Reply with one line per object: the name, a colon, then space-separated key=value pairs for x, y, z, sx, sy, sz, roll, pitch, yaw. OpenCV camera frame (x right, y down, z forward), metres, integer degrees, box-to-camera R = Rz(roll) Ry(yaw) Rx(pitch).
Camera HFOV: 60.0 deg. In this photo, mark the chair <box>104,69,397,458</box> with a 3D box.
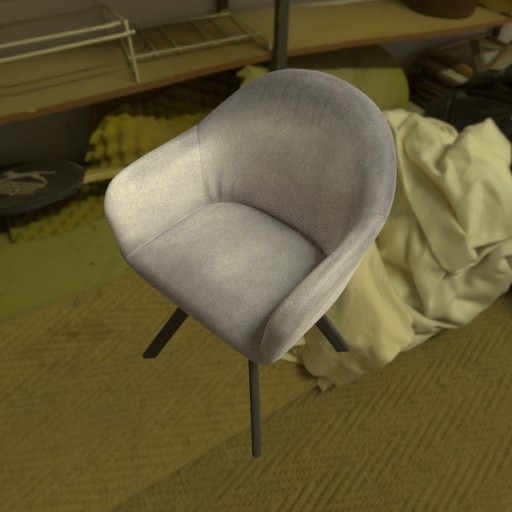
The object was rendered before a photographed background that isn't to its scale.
chair: x=0.000 y=0.000 z=1.132 sx=0.570 sy=0.780 sz=0.540 roll=32 pitch=53 yaw=28
